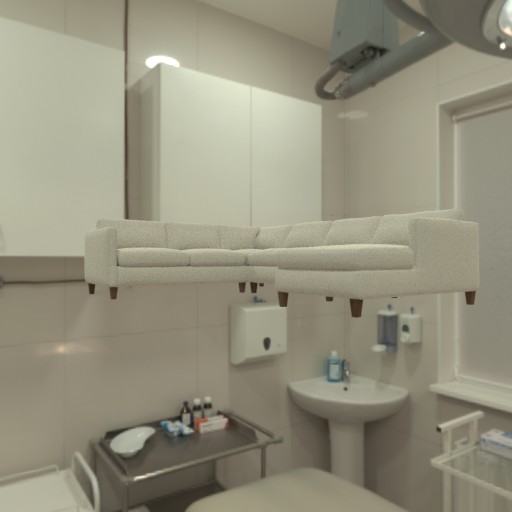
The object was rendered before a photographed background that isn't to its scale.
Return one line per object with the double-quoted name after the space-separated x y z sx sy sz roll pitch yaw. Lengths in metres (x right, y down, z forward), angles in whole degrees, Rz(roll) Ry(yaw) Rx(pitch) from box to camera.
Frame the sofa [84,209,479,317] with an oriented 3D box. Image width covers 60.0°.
0.000 0.000 4.430 2.551 0.853 3.238 0 0 -35 "sofa"
